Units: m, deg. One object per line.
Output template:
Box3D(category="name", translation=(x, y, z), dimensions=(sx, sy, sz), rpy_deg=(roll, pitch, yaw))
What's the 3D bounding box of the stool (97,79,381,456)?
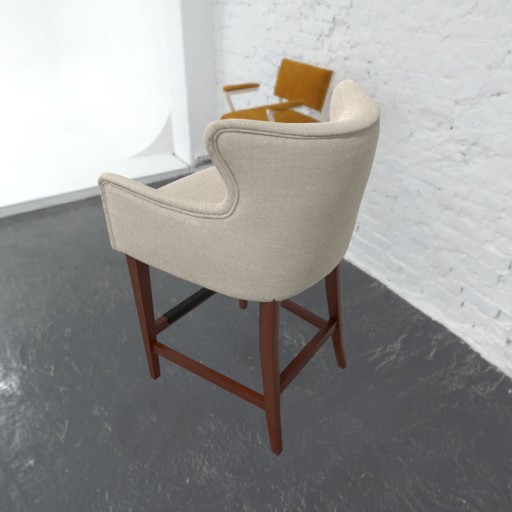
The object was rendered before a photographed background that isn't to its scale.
Box3D(category="stool", translation=(0.000, 0.000, 1.382), dimensions=(0.637, 0.987, 0.615), rpy_deg=(22, 38, 31))
